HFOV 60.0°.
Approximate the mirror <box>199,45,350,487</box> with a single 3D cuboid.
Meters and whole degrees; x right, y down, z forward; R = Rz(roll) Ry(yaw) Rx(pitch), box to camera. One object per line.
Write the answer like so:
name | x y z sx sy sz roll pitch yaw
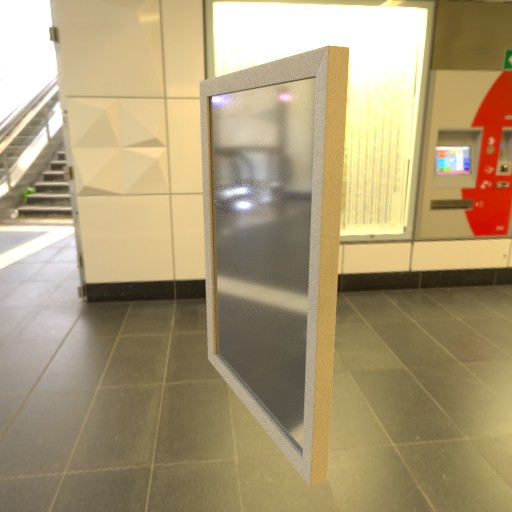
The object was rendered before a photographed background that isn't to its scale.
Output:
mirror | 0.000 0.000 0.906 0.040 0.710 0.507 -8 17 -25
